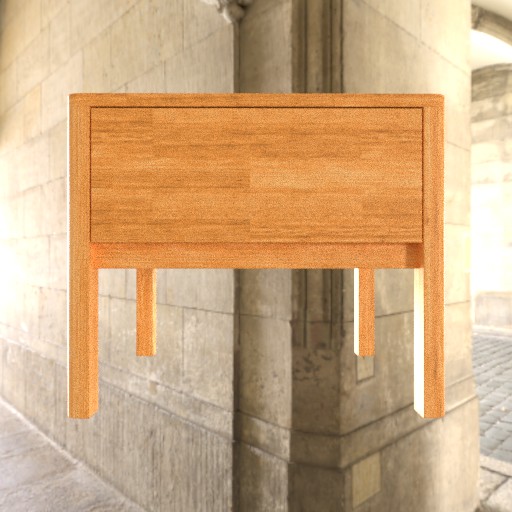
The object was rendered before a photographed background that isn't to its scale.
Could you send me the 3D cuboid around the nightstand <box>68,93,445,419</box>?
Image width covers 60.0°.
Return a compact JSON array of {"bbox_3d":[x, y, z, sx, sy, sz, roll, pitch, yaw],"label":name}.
[{"bbox_3d":[0.000,0.000,0.861,0.560,0.470,0.440,0,0,0],"label":"nightstand"}]
